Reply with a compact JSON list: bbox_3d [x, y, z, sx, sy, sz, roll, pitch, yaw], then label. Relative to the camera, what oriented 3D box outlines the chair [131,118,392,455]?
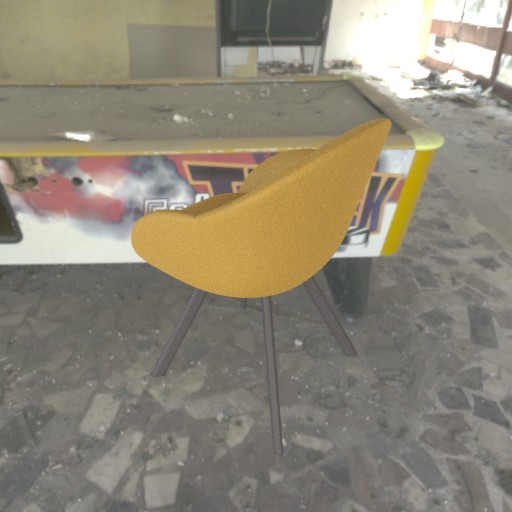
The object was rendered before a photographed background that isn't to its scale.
[{"bbox_3d":[0.000,0.000,1.209,0.583,0.793,0.551,20,36,30],"label":"chair"}]
